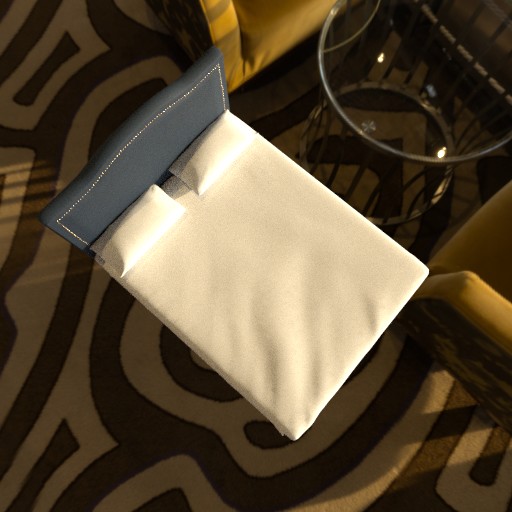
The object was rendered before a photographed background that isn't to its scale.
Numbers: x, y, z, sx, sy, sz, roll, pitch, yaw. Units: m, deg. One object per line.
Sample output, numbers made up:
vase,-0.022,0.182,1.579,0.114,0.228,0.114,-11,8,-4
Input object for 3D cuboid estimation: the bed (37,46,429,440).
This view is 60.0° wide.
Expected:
bed,0.000,0.000,3.420,2.282,1.436,1.821,40,80,9
